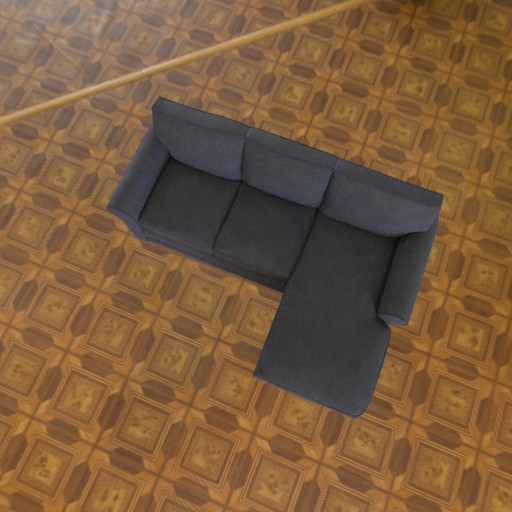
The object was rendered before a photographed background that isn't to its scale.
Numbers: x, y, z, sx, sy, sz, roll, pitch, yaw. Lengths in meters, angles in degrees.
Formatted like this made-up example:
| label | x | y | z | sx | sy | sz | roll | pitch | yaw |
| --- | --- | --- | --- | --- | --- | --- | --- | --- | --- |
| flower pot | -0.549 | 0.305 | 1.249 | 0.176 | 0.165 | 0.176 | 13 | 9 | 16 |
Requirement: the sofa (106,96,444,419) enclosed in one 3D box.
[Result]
| label | x | y | z | sx | sy | sz | roll | pitch | yaw |
| --- | --- | --- | --- | --- | --- | --- | --- | --- | --- |
| sofa | 0.000 | 0.000 | 3.606 | 2.567 | 1.063 | 1.780 | 21 | 74 | 6 |
